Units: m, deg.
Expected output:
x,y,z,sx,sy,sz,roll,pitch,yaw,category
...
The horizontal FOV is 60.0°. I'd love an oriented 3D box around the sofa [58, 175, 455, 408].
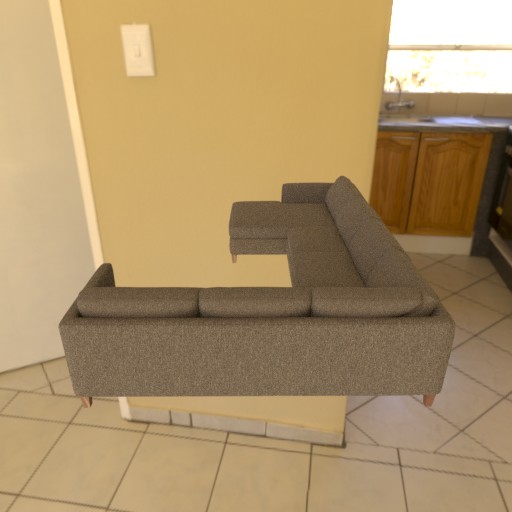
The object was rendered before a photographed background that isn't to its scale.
x,y,z,sx,sy,sz,roll,pitch,yaw,category
0.000,0.000,4.330,2.551,0.853,3.238,0,25,0,sofa
